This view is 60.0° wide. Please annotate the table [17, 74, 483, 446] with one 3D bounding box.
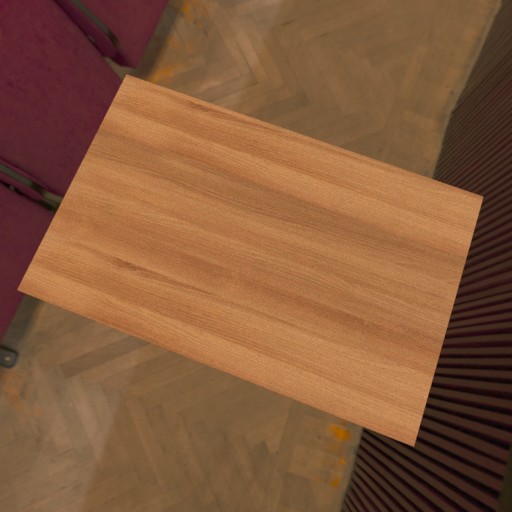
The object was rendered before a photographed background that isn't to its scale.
[{"bbox_3d":[0.000,0.000,1.374,1.100,0.330,0.700,20,78,5],"label":"table"}]
